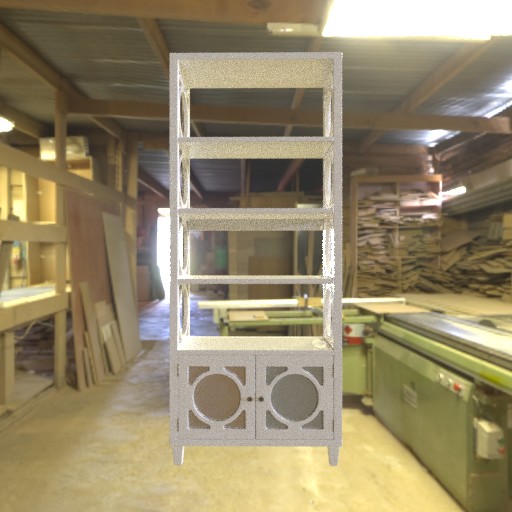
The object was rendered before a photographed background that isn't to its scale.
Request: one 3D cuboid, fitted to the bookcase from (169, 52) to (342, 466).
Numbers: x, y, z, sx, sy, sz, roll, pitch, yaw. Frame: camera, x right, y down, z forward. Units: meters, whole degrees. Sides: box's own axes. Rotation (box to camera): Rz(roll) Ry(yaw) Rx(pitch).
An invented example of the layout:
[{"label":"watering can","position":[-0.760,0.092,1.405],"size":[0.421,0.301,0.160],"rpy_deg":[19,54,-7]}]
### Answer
[{"label":"bookcase","position":[0.000,0.000,2.110],"size":[0.761,1.869,0.361],"rpy_deg":[0,0,1]}]
